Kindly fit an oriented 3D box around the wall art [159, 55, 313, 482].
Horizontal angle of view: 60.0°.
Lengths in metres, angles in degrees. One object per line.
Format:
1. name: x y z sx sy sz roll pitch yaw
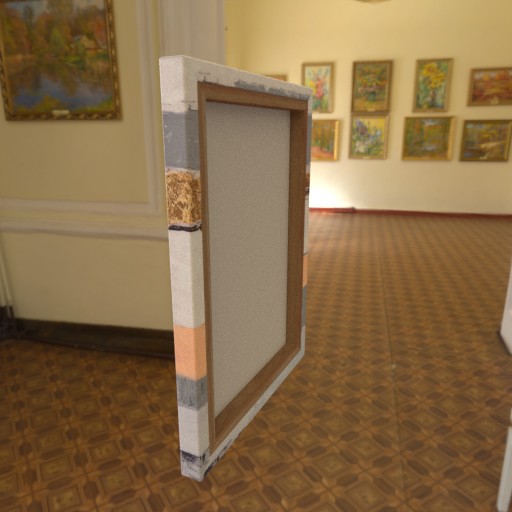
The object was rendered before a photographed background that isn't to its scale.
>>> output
1. wall art: 0.000 0.000 0.807 0.038 0.609 0.456 8 17 25
